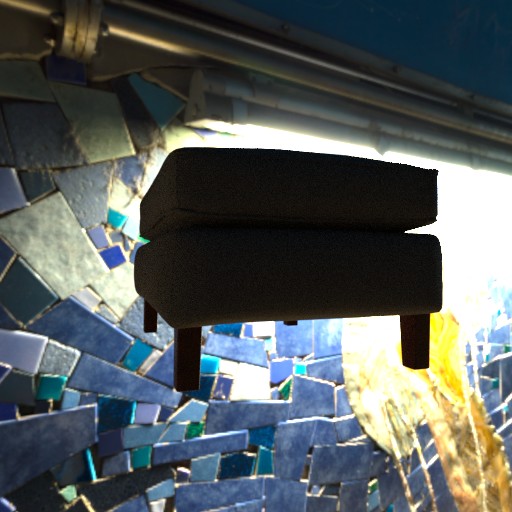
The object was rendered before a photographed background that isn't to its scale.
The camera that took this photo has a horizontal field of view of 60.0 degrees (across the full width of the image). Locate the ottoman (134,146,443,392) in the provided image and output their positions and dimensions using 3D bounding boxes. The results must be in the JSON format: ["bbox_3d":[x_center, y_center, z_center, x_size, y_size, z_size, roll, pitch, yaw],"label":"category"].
[{"bbox_3d":[0.000,0.000,0.996,0.508,0.406,0.686,0,-1,-19],"label":"ottoman"}]
